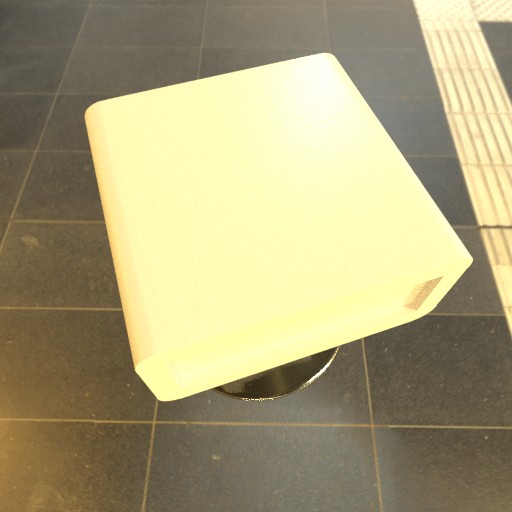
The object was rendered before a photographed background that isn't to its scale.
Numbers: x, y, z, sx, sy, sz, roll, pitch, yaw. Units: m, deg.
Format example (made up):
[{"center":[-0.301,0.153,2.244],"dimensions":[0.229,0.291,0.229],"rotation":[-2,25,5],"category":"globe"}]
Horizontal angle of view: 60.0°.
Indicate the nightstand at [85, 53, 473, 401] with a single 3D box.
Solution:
[{"center":[0.000,0.000,0.754],"dimensions":[0.399,0.447,0.404],"rotation":[-16,60,-9],"category":"nightstand"}]
